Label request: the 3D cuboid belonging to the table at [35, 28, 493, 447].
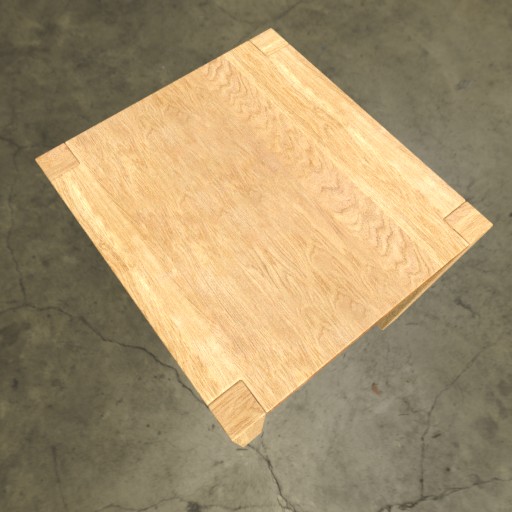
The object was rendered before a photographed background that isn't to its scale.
[{"bbox_3d":[0.000,0.000,0.824,0.440,0.450,0.480,-35,71,-15],"label":"table"}]
